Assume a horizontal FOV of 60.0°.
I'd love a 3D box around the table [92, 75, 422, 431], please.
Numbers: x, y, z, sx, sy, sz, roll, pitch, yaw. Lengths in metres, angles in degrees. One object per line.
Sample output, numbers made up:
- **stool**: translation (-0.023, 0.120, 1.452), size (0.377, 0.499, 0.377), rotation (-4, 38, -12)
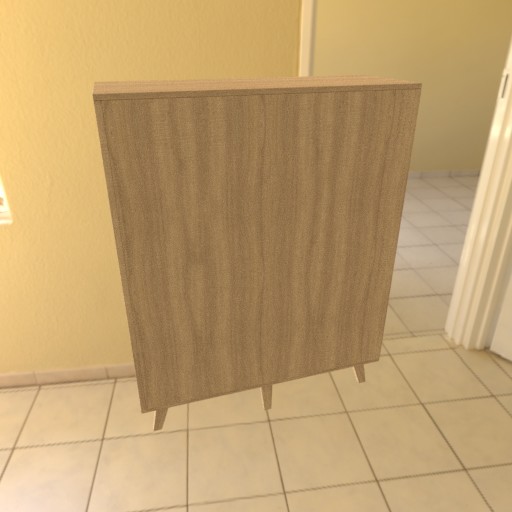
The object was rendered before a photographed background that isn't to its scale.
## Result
- **table**: translation (0.000, 0.000, 1.898), size (1.111, 1.388, 0.398), rotation (-8, 27, -15)
